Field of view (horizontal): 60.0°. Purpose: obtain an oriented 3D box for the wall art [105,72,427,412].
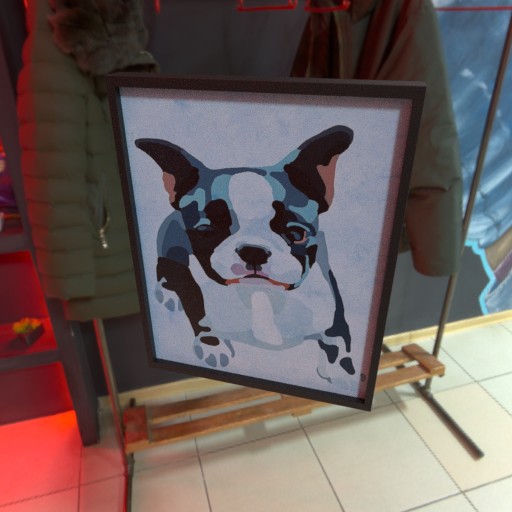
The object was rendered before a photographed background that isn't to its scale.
[{"bbox_3d":[0.000,0.000,0.492,0.294,0.369,0.030,7,29,13],"label":"wall art"}]
